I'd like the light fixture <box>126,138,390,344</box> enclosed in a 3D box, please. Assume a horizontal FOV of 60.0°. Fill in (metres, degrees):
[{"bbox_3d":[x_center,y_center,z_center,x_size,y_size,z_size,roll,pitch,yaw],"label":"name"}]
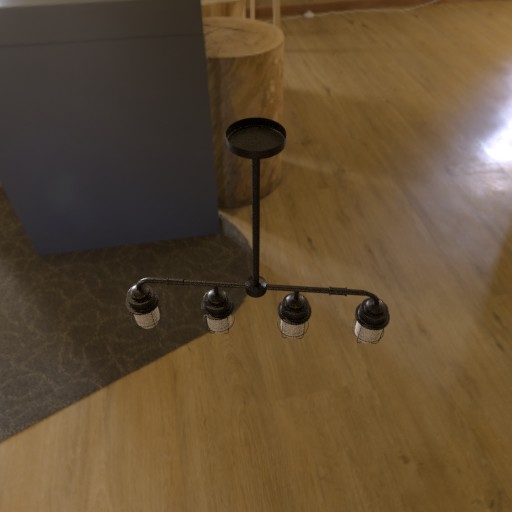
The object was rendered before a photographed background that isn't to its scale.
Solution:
[{"bbox_3d":[0.000,0.000,1.246,0.852,0.785,0.131,3,48,3],"label":"light fixture"}]
